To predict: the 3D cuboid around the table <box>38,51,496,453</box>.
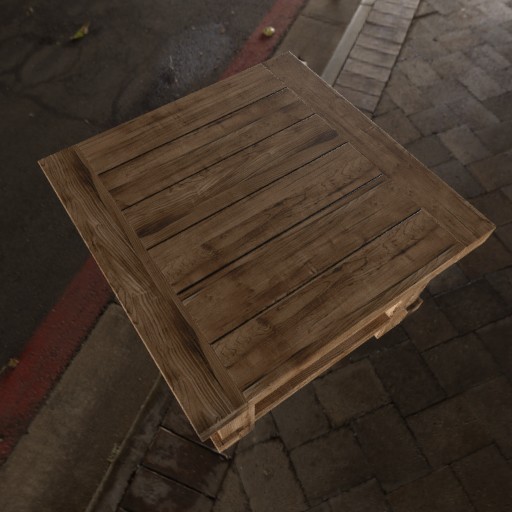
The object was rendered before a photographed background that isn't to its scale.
[{"bbox_3d":[0.000,0.000,1.015,0.610,0.457,0.610,-31,64,-17],"label":"table"}]
